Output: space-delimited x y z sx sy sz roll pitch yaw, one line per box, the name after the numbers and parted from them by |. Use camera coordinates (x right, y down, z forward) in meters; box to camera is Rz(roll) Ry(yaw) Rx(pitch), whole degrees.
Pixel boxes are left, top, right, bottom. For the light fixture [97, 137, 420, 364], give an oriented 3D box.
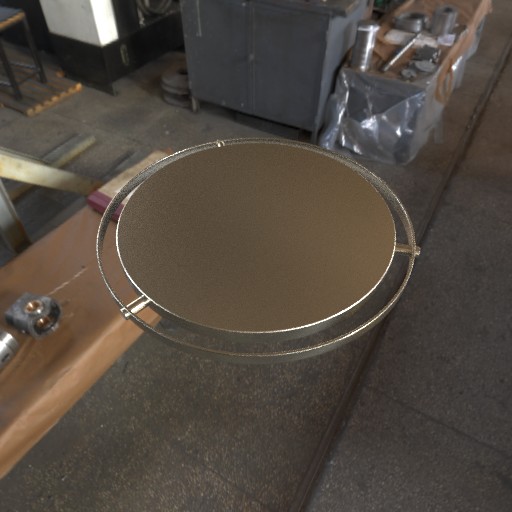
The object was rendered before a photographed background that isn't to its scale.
0.000 0.000 0.560 0.361 0.130 0.361 0 46 0 | light fixture
